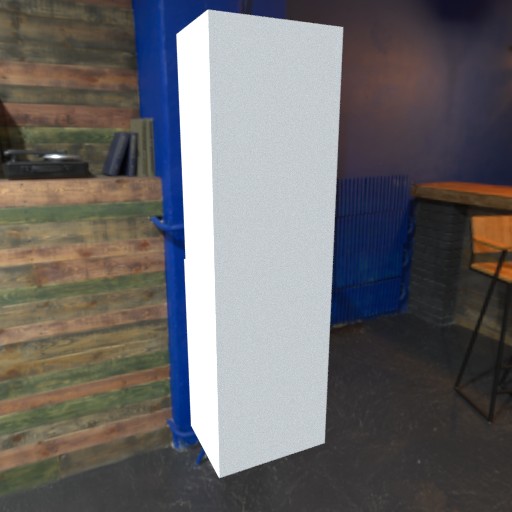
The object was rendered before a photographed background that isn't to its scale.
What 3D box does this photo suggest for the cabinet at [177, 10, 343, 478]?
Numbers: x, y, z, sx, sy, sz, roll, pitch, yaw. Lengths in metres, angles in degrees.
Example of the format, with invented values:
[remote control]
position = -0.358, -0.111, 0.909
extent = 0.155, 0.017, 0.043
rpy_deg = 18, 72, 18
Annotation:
[cabinet]
position = 0.000, 0.000, 1.459
extent = 0.400, 1.350, 0.300
rpy_deg = -7, 16, -24
